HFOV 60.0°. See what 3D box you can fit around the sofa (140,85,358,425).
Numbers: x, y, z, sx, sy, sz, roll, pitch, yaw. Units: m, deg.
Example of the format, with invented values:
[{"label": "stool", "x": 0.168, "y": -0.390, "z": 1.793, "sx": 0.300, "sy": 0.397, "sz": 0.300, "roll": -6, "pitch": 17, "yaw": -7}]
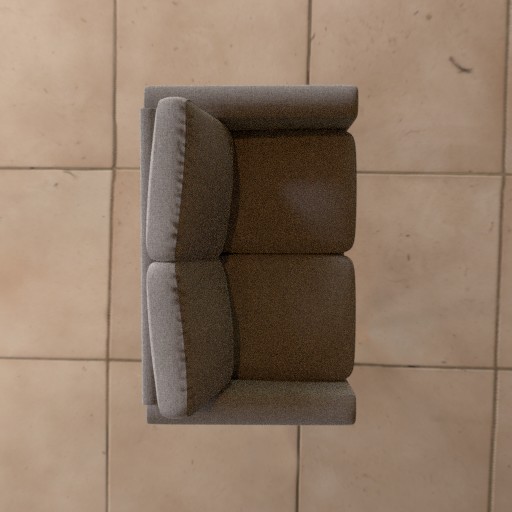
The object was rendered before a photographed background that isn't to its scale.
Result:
[{"label": "sofa", "x": 0.000, "y": 0.000, "z": 1.993, "sx": 0.917, "sy": 0.873, "sz": 1.420, "roll": 0, "pitch": 92, "yaw": 1}]
